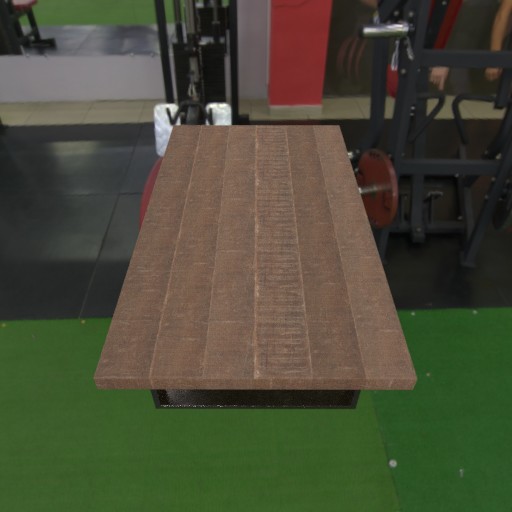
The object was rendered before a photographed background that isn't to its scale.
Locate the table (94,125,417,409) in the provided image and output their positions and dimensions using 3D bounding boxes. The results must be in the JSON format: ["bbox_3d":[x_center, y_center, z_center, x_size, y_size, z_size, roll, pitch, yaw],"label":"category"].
[{"bbox_3d":[0.000,0.000,1.761,0.800,0.440,1.400,0,42,0],"label":"table"}]
